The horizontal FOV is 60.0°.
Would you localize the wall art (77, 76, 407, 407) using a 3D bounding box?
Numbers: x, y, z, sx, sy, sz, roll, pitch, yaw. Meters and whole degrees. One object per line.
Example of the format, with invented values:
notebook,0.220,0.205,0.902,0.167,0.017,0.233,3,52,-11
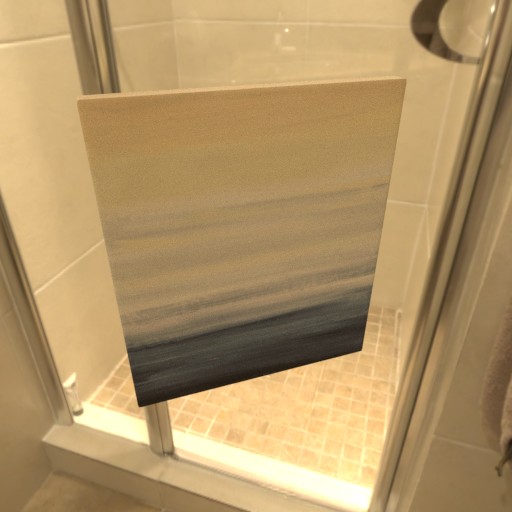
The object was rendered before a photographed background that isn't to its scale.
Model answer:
wall art,0.000,0.000,0.975,0.608,0.710,0.041,-10,33,-16
